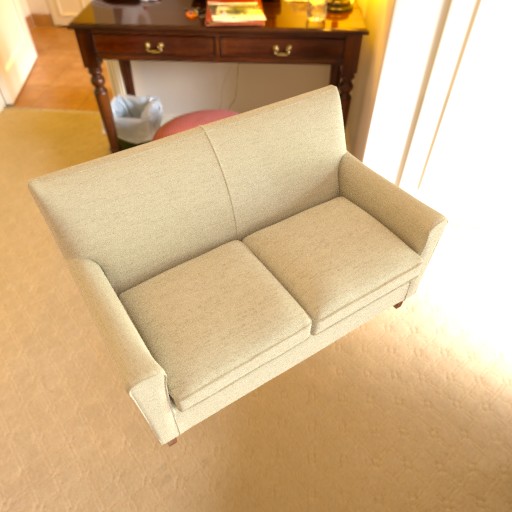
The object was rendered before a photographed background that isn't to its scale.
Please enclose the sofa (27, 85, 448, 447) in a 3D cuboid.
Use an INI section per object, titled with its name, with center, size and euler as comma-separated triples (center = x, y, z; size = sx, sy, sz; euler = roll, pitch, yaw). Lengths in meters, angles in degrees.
[sofa]
center = 0.000, 0.000, 1.984
size = 1.482, 0.892, 0.891
euler = -25, 51, -22
